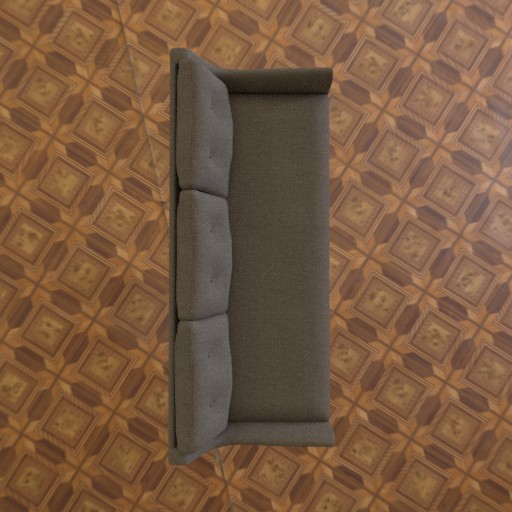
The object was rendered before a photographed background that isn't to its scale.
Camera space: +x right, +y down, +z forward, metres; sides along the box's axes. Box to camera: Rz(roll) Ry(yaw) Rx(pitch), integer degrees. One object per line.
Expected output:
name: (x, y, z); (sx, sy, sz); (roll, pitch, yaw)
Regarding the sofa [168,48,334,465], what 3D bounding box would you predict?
sofa: (0.000, 0.000, 2.484); (0.849, 0.837, 2.060); (0, 89, 0)
